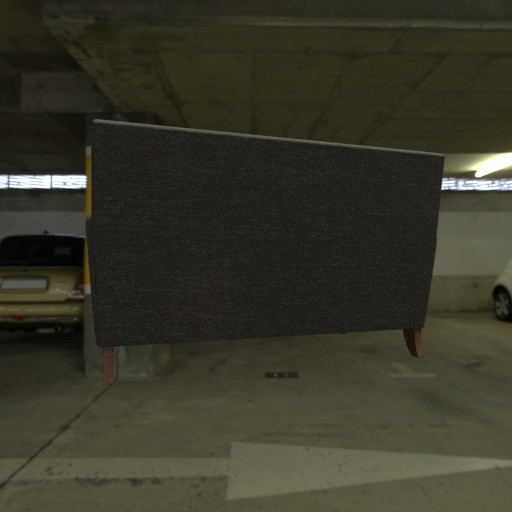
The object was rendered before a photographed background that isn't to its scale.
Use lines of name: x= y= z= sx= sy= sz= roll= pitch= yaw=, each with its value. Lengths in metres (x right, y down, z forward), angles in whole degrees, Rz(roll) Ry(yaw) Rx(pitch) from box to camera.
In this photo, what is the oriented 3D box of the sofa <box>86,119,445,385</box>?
sofa: x=0.000 y=0.000 z=2.078 sx=1.509 sy=0.905 sz=0.867 roll=0 pitch=-1 yaw=-19
